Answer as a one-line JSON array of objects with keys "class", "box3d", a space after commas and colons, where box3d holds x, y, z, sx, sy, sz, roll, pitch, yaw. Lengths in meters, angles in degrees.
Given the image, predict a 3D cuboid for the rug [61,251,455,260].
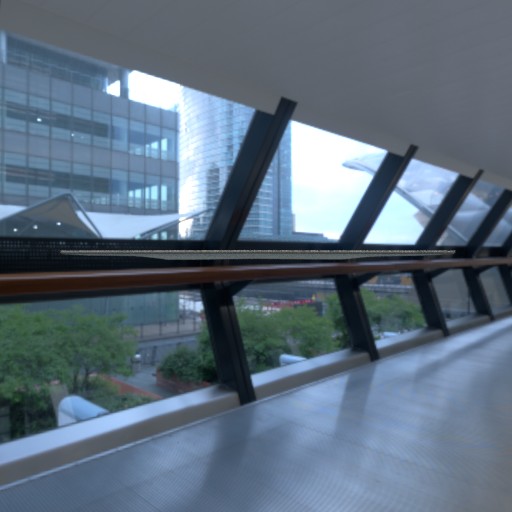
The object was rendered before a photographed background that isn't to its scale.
[{"class": "rug", "box3d": [0.000, 0.000, 2.966, 1.616, 0.030, 2.338, 0, -1, 0]}]
